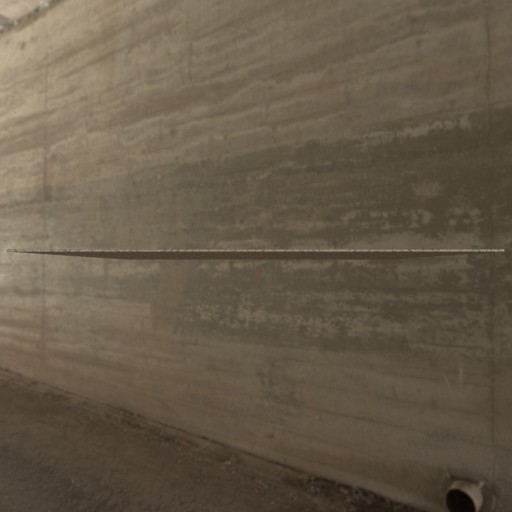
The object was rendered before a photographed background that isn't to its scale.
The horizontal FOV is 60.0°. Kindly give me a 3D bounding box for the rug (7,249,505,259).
[{"bbox_3d":[0.000,0.000,3.935,3.049,0.015,2.457,0,-2,0],"label":"rug"}]
